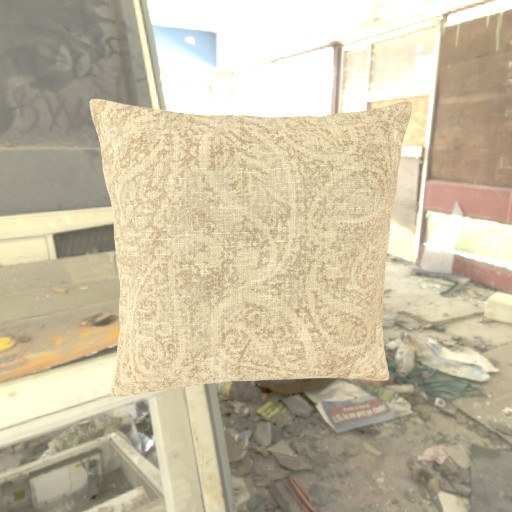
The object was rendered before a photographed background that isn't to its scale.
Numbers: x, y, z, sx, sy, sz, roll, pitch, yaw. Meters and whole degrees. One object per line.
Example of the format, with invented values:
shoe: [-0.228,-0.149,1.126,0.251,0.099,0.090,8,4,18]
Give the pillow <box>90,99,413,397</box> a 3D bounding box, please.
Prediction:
pillow: [0.000,0.000,0.764,0.523,0.510,0.166,-2,15,-7]
